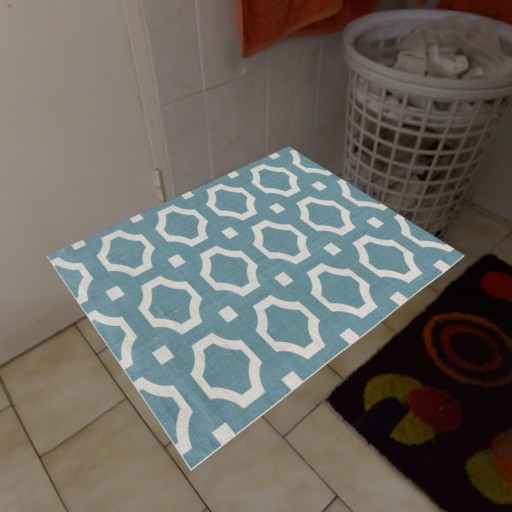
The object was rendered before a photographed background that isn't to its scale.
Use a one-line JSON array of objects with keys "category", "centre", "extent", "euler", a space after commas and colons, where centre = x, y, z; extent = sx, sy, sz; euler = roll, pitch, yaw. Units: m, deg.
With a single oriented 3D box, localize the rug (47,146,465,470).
[{"category": "rug", "centre": [0.000, 0.000, 4.154], "extent": [3.049, 0.021, 2.466], "euler": [-30, 52, -26]}]
